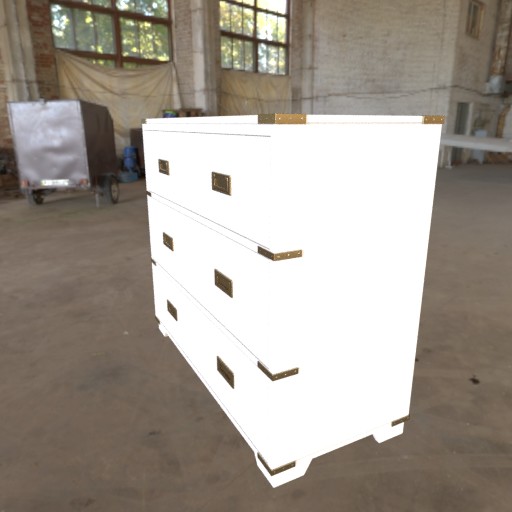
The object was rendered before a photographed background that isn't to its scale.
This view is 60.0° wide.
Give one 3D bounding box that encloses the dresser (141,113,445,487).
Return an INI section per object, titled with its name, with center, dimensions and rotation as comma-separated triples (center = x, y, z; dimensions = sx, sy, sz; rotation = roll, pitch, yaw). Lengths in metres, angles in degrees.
[dresser]
center = 0.000, 0.000, 1.493
dimensions = 0.460, 0.891, 1.022
rotation = -9, 19, -27
